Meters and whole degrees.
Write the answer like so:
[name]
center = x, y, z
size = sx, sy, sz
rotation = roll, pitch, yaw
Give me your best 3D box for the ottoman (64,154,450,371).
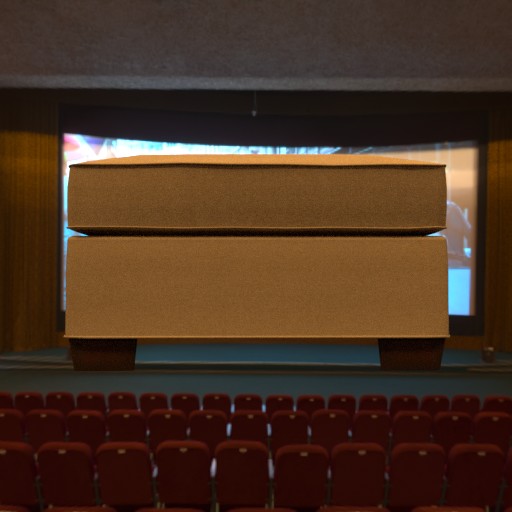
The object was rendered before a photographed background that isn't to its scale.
[ottoman]
center = 0.000, 0.000, 1.256
size = 0.846, 0.503, 0.617
rotation = 0, 0, -1
